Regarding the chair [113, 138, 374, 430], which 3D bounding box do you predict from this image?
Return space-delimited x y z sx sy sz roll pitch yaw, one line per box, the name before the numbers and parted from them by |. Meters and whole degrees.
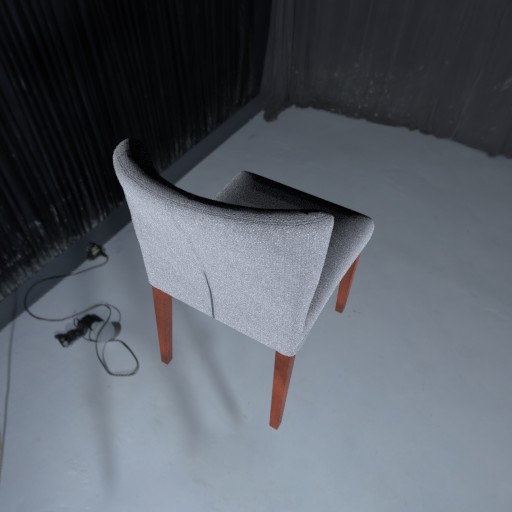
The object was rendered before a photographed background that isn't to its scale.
chair | 0.000 0.000 1.229 0.491 0.839 0.589 24 52 20
